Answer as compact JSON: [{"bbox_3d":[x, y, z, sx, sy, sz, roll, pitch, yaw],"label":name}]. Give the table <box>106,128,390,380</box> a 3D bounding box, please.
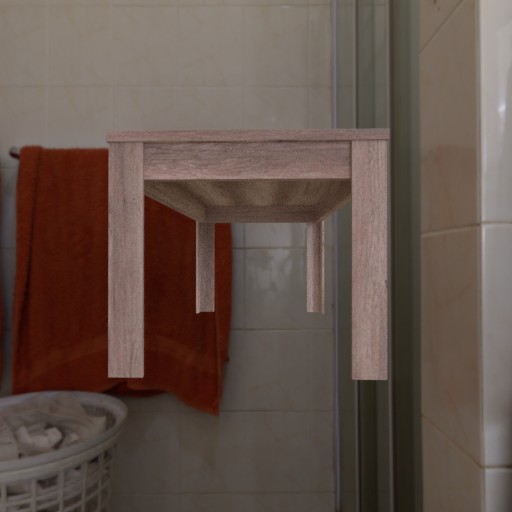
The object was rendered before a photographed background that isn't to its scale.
[{"bbox_3d":[0.000,0.000,2.302,0.900,0.790,1.800,0,0,2],"label":"table"}]
